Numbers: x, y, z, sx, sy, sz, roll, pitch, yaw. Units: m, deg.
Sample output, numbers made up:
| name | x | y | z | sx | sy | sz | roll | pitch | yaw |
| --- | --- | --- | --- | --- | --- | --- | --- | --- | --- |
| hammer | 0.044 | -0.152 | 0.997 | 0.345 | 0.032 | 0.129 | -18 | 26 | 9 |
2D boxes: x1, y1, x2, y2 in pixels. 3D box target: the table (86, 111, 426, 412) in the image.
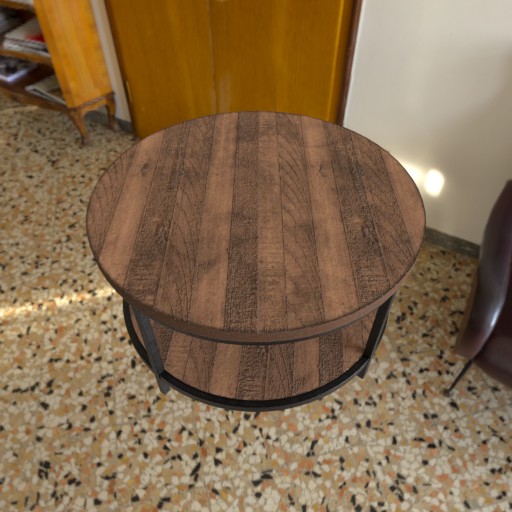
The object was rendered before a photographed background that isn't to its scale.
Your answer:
| name | x | y | z | sx | sy | sz | roll | pitch | yaw |
| --- | --- | --- | --- | --- | --- | --- | --- | --- | --- |
| table | 0.000 | 0.000 | 1.295 | 0.837 | 0.462 | 0.837 | 0 | 47 | 0 |
